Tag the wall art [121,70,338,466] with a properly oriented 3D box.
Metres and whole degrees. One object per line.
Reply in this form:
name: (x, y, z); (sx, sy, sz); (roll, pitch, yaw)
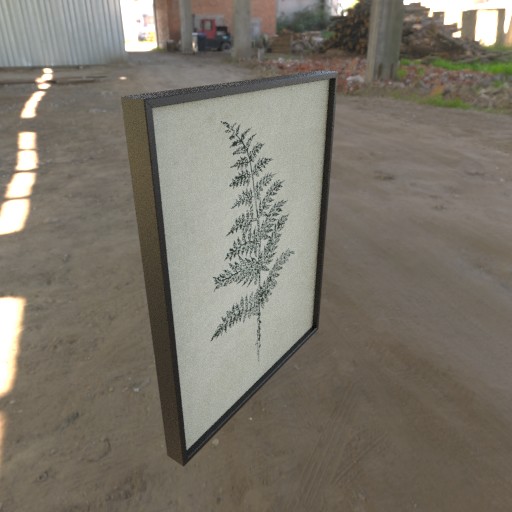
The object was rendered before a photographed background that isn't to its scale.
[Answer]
wall art: (0.000, 0.000, 0.753); (0.039, 0.555, 0.449); (18, 32, 31)
